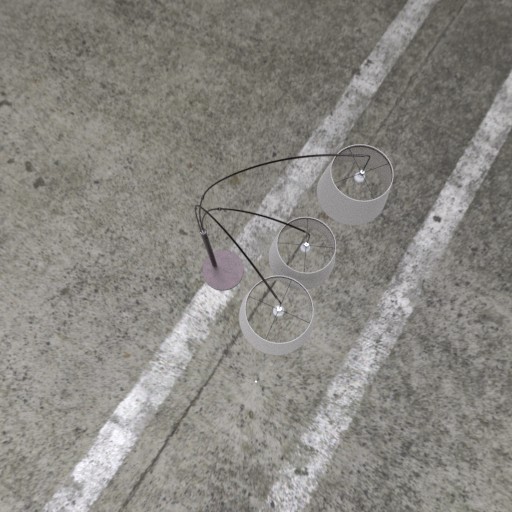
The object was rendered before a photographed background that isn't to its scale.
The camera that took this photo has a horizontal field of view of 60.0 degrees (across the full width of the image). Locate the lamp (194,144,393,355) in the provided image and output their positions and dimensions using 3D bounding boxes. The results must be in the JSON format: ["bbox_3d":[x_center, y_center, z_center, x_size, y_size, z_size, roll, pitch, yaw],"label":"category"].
[{"bbox_3d":[0.000,0.000,2.545,0.924,1.950,0.951,32,77,9],"label":"lamp"}]
